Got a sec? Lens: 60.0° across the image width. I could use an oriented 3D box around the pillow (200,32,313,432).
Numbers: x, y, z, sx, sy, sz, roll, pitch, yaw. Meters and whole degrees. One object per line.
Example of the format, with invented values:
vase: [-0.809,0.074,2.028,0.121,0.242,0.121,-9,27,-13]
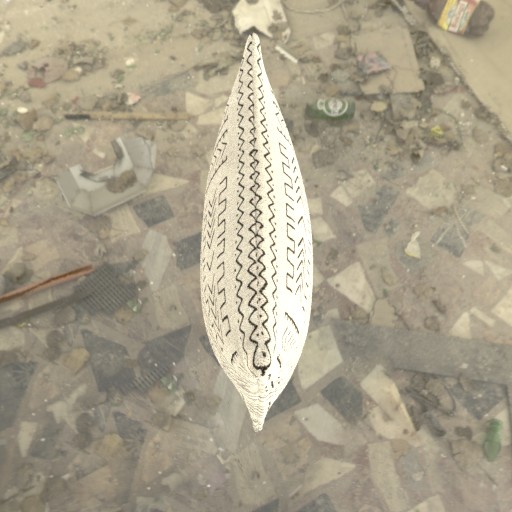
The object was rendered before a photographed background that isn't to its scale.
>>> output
pillow: [0.000,0.000,0.648,0.164,0.430,0.438,-1,63,-1]
